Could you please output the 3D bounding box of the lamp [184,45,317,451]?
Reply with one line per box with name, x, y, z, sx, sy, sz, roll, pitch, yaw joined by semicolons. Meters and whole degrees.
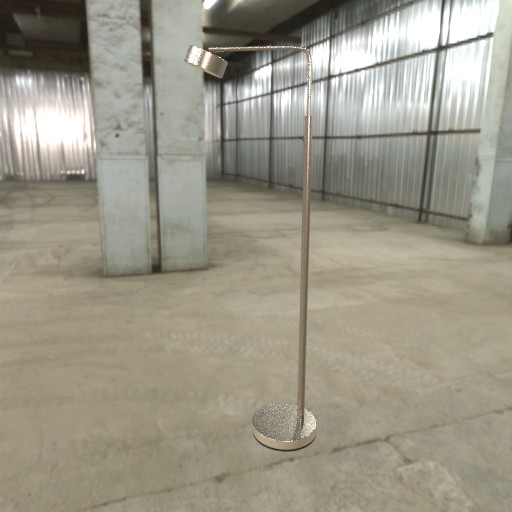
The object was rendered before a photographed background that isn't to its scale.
lamp;0.000;0.000;1.418;0.421;1.250;0.222;2;13;8
